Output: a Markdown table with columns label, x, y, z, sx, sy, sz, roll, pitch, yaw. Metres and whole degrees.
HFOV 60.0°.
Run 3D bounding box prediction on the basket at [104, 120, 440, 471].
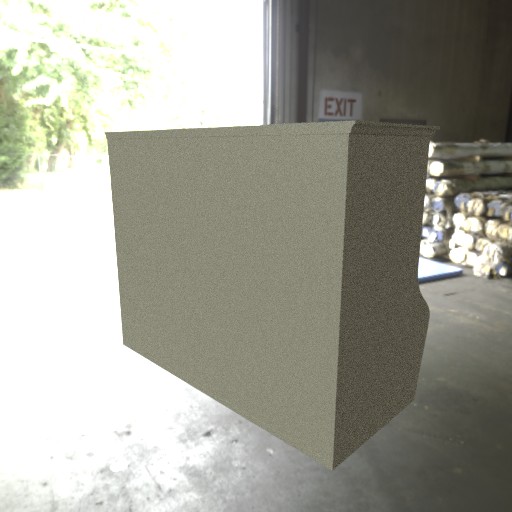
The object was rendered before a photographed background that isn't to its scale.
| label | x | y | z | sx | sy | sz | roll | pitch | yaw |
| --- | --- | --- | --- | --- | --- | --- | --- | --- | --- |
| basket | 0.000 | 0.000 | 1.144 | 0.792 | 0.625 | 0.376 | 13 | 19 | 43 |
